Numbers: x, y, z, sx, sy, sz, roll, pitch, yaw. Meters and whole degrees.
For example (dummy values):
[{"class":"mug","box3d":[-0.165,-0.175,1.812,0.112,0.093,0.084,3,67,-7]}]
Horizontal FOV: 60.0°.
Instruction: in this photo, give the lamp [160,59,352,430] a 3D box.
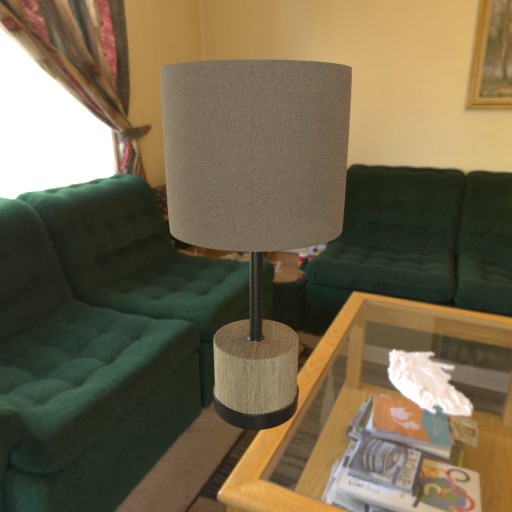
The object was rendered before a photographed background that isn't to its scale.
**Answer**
[{"class":"lamp","box3d":[0.000,0.000,0.605,0.229,0.470,0.229,2,18,7]}]
